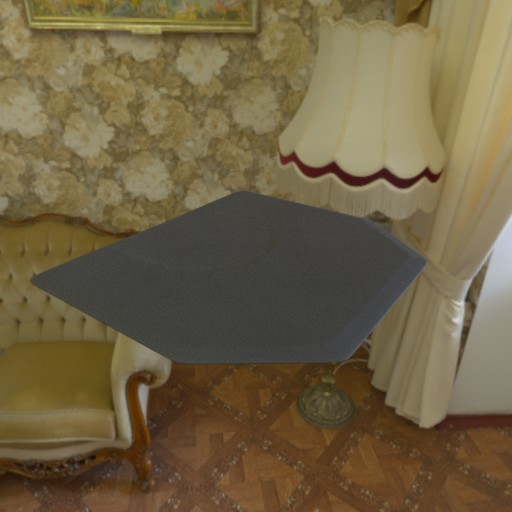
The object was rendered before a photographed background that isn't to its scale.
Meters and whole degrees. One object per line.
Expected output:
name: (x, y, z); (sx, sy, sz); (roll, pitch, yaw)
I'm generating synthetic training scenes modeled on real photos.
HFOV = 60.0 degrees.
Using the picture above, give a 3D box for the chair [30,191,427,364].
chair: (0.000, 0.000, 1.885); (1.219, 0.024, 1.372); (18, 32, 32)
